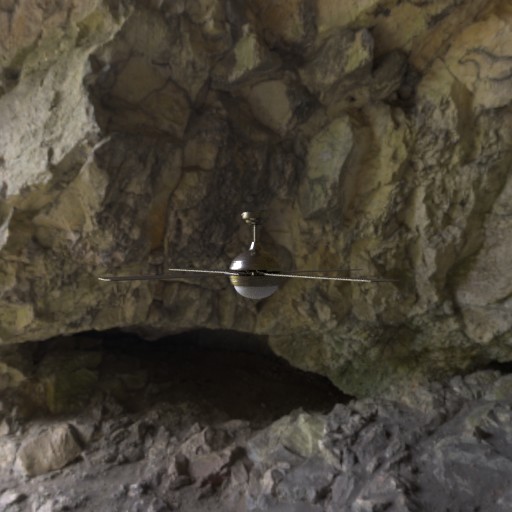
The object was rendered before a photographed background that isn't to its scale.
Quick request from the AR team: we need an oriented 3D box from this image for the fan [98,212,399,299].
[{"bbox_3d":[0.000,0.000,1.977,1.321,0.381,1.321,0,1,-19],"label":"fan"}]
